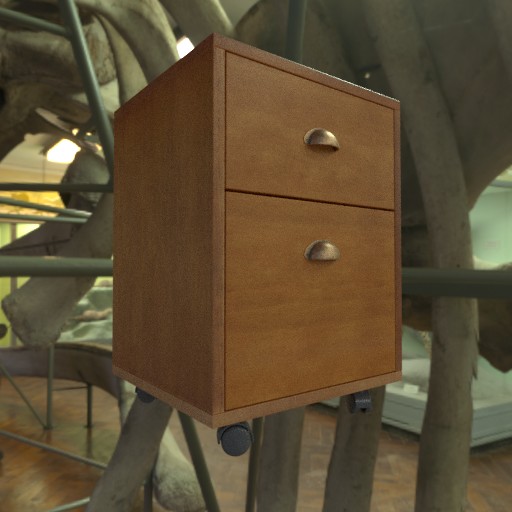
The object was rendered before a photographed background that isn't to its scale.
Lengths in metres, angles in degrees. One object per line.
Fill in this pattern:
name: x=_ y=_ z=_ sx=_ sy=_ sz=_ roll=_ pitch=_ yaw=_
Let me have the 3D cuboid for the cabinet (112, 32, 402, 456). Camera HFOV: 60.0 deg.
cabinet: x=0.000 y=0.000 z=0.843 sx=0.409 sy=0.579 sz=0.401 roll=1 pitch=-2 yaw=-37
